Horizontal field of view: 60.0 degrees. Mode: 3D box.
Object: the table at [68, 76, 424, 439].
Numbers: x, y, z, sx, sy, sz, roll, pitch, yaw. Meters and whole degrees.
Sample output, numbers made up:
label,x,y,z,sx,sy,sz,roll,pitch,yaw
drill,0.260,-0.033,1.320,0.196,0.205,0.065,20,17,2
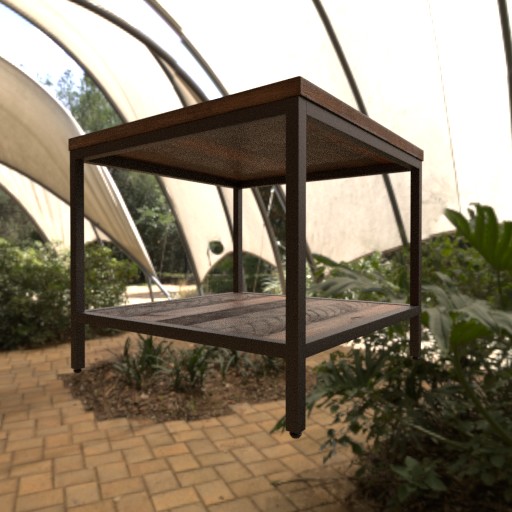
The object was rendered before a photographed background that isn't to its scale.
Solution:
label,x,y,z,sx,sy,sz,roll,pitch,yaw
table,0.000,0.000,0.966,0.553,0.482,0.548,1,1,37
